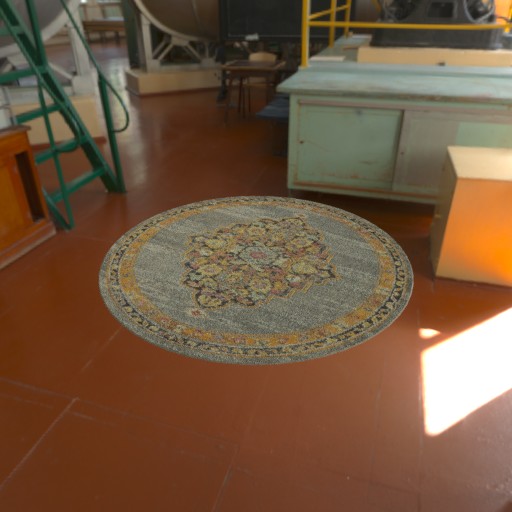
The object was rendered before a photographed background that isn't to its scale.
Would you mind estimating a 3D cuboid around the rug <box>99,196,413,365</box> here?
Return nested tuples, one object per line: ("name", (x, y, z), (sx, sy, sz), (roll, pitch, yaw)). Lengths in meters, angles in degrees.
("rug", (0.000, 0.000, 2.352), (1.598, 0.010, 1.598), (0, 31, 0))
